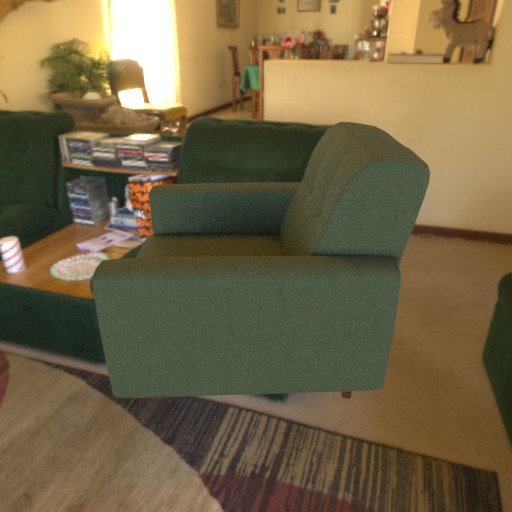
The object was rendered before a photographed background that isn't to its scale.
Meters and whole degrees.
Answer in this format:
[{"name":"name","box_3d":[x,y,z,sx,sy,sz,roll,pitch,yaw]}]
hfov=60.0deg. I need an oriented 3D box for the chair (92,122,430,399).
[{"name":"chair","box_3d":[0.000,0.000,1.566,0.909,0.841,0.831,0,26,0]}]
